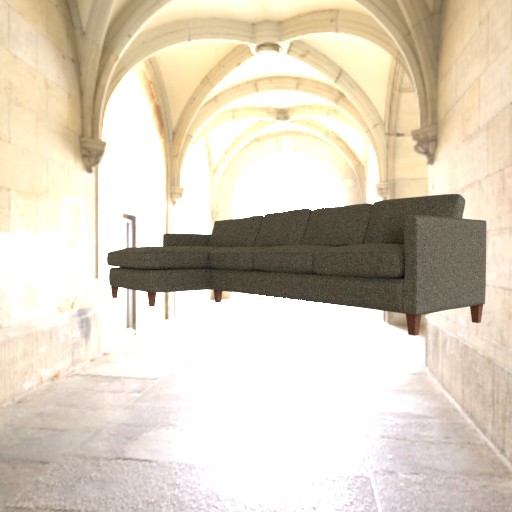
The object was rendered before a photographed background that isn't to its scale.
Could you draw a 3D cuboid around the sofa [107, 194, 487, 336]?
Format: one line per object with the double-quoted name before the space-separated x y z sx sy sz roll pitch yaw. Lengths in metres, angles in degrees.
"sofa" 0.000 0.000 4.108 1.635 0.960 3.485 0 1 -38
